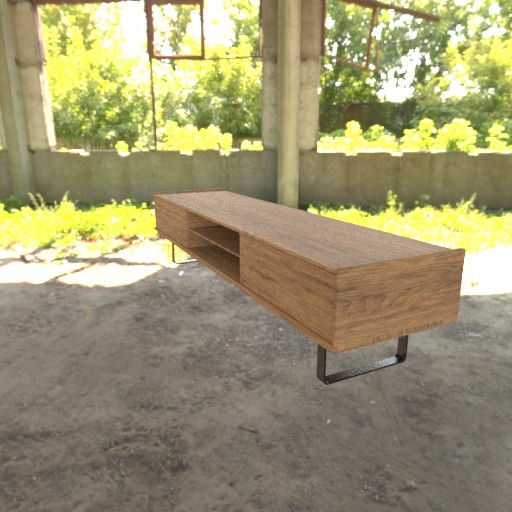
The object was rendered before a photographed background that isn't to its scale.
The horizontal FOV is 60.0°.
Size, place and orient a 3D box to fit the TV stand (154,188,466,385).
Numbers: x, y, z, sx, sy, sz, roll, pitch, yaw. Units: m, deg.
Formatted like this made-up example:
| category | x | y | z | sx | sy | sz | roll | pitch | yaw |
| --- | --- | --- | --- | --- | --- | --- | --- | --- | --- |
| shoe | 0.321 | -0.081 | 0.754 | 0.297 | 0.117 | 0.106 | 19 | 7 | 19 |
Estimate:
| category | x | y | z | sx | sy | sz | roll | pitch | yaw |
| --- | --- | --- | --- | --- | --- | --- | --- | --- | --- |
| TV stand | 0.000 | 0.000 | 2.007 | 0.467 | 0.415 | 1.796 | -7 | 17 | -26 |
